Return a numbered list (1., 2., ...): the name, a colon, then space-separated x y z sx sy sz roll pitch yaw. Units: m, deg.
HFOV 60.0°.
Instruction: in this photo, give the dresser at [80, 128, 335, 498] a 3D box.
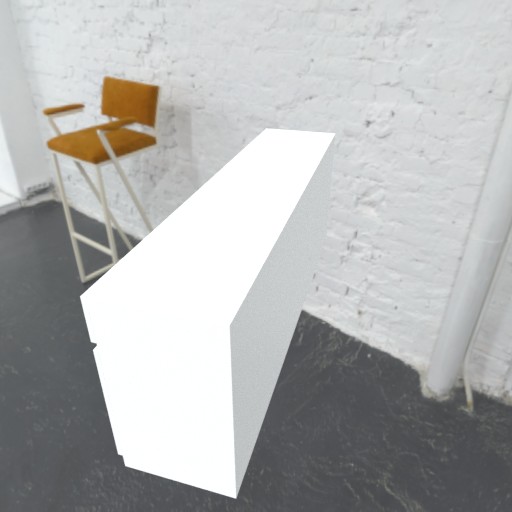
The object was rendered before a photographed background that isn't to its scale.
1. dresser: 0.000 0.000 2.456 0.500 0.840 2.200 8 31 14
